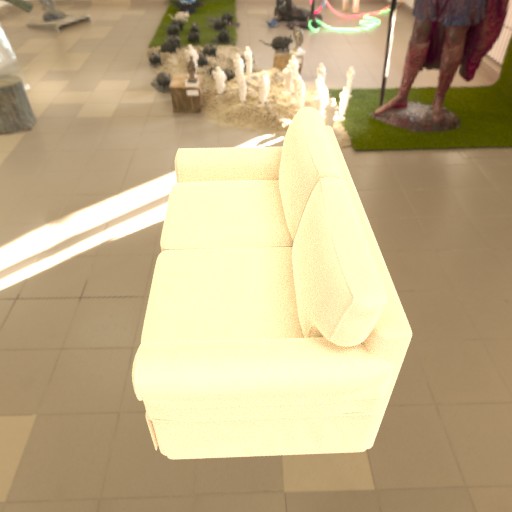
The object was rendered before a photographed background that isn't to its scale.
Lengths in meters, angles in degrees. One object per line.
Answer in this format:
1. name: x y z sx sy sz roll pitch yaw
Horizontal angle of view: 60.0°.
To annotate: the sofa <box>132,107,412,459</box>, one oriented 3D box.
1. sofa: 0.000 0.000 2.276 0.991 0.940 1.727 -1 41 -2
